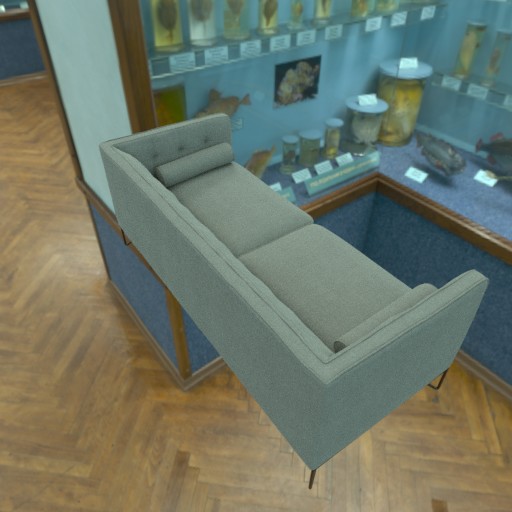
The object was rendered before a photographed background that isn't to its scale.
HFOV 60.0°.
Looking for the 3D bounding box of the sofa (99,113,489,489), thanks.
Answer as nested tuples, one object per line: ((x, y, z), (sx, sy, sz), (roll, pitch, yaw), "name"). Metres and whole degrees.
((0.000, 0.000, 2.473), (0.912, 0.798, 2.079), (-24, 46, -26), "sofa")
